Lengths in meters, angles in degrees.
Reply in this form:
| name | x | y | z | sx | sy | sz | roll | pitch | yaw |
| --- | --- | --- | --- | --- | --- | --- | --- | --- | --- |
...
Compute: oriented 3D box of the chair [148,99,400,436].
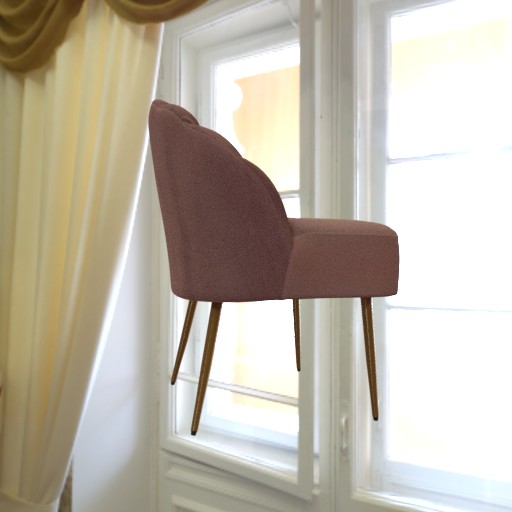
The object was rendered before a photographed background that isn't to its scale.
| name | x | y | z | sx | sy | sz | roll | pitch | yaw |
| --- | --- | --- | --- | --- | --- | --- | --- | --- | --- |
| chair | 0.000 | 0.000 | 1.273 | 0.599 | 0.819 | 0.657 | 0 | 0 | -17 |
